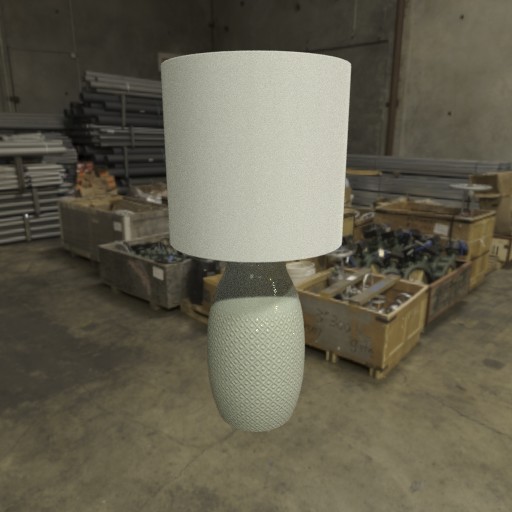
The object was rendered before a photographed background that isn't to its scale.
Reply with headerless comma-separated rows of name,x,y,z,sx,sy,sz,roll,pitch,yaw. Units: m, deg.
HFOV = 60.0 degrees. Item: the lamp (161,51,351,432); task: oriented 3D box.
lamp,0.000,0.000,0.574,0.217,0.453,0.217,14,21,42
